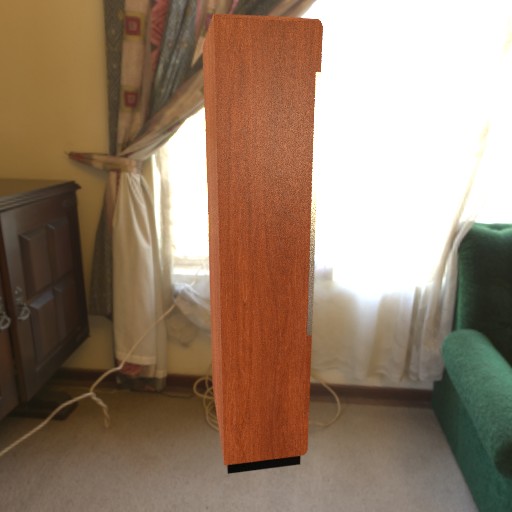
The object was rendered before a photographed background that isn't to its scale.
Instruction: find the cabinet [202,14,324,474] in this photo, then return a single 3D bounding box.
[{"bbox_3d":[0.000,0.000,2.180,0.420,1.980,0.660,-3,16,-10],"label":"cabinet"}]
